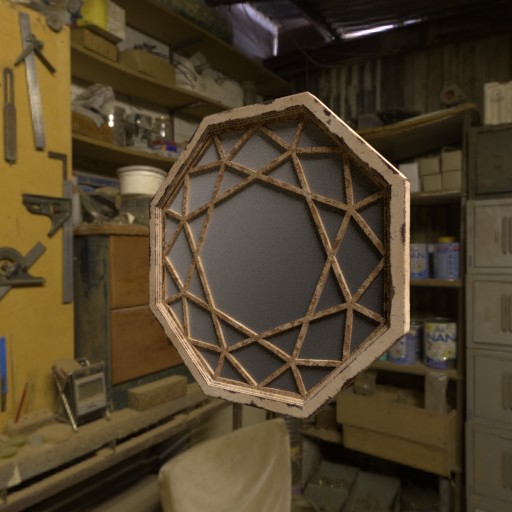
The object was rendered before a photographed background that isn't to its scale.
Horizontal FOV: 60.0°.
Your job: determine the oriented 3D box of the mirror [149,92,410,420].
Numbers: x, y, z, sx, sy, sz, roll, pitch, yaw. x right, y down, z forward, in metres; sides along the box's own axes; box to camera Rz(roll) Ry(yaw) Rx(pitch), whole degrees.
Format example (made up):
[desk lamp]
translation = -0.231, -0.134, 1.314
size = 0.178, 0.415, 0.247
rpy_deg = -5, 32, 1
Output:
[mirror]
translation = 0.000, 0.000, 0.962
size = 0.648, 0.648, 0.031
rpy_deg = 0, 0, 35
